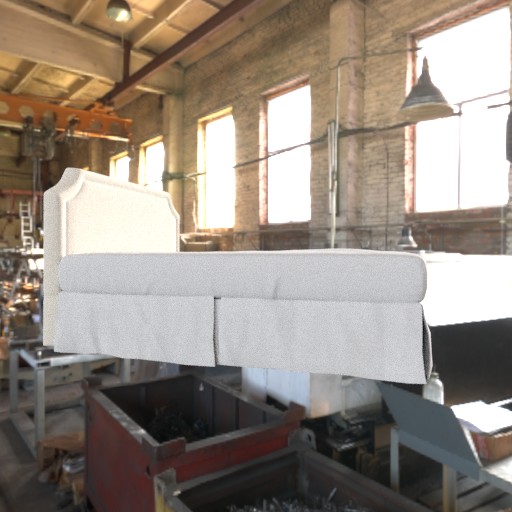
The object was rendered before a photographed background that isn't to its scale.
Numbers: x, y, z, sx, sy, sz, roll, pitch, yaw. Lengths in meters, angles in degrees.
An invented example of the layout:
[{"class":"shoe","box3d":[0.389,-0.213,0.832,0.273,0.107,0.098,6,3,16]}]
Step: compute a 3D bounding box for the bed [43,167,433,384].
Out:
[{"class":"bed","box3d":[0.000,0.000,3.510,2.498,1.293,1.977,0,1,17]}]
